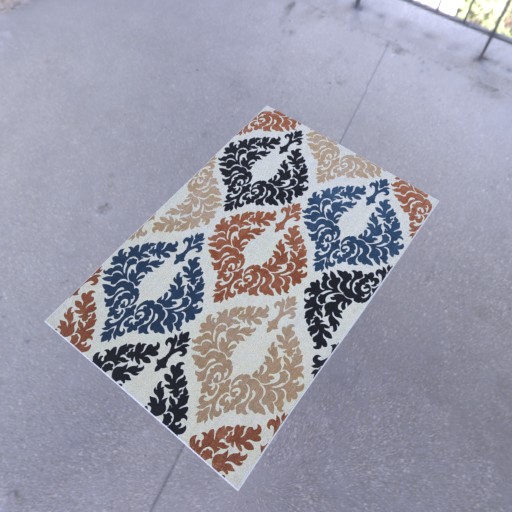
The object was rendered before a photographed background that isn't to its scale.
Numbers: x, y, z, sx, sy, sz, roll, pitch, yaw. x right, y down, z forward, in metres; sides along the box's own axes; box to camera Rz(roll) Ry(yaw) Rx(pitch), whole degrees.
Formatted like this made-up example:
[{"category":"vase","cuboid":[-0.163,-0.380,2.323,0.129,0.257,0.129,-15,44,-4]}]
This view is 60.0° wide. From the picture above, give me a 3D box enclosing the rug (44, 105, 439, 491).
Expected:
[{"category":"rug","cuboid":[0.000,0.000,2.901,1.514,0.014,2.275,34,67,16]}]
